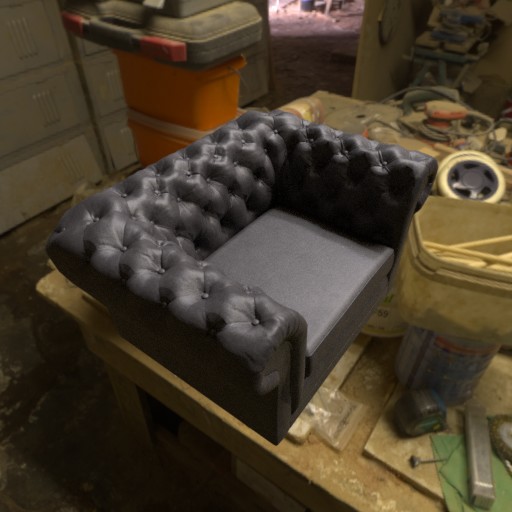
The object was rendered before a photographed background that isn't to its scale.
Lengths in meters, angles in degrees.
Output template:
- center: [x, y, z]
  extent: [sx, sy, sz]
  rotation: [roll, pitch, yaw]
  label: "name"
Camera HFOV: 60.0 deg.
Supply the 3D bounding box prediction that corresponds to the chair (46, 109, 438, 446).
- center: [0.000, 0.000, 1.834]
  extent: [0.943, 0.780, 1.298]
  rotation: [26, 47, 27]
  label: "chair"
